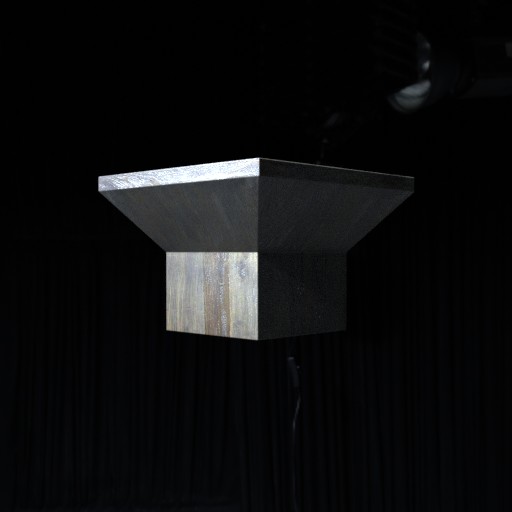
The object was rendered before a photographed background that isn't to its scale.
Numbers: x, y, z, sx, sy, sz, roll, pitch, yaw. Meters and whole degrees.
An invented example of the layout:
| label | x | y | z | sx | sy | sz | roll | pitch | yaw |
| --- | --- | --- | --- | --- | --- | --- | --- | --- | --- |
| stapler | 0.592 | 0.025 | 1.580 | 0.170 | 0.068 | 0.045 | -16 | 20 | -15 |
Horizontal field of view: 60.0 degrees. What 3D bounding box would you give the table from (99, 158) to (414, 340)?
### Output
| label | x | y | z | sx | sy | sz | roll | pitch | yaw |
| --- | --- | --- | --- | --- | --- | --- | --- | --- | --- |
| table | 0.000 | 0.000 | 1.636 | 0.966 | 0.488 | 1.115 | 0 | 1 | -1 |
